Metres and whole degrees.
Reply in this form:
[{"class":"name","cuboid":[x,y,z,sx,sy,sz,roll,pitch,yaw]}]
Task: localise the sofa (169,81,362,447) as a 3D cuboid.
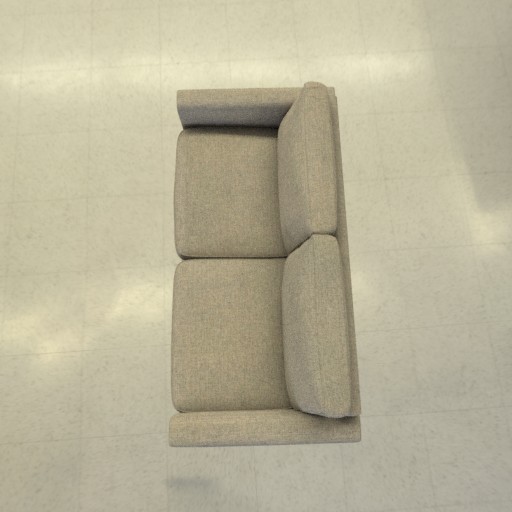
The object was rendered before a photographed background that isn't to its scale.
[{"class":"sofa","cuboid":[0.000,0.000,2.528,0.969,0.892,1.978,-1,76,0]}]
